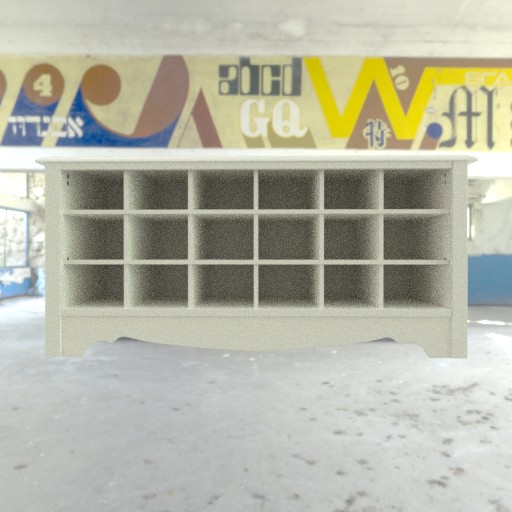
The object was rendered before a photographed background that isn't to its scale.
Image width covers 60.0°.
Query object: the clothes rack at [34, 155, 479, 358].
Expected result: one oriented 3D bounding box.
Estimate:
[{"bbox_3d":[0.000,0.000,1.418,1.218,0.558,0.405,0,0,1],"label":"clothes rack"}]
